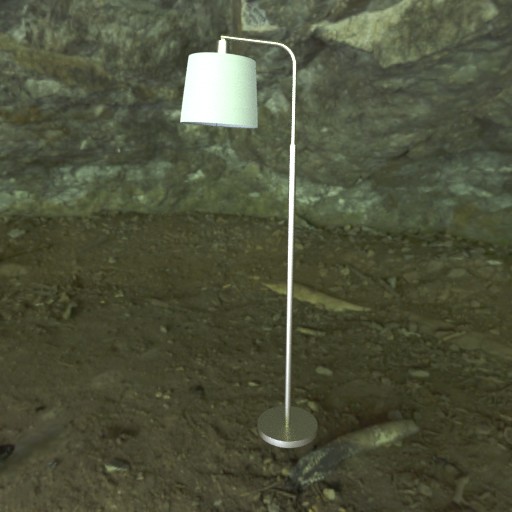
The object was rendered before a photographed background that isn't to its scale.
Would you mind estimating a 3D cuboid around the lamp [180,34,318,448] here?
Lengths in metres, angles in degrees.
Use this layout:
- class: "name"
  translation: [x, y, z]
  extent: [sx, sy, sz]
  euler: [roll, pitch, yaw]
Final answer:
- class: "lamp"
  translation: [0.000, 0.000, 1.624]
  extent: [0.508, 1.478, 0.254]
  euler: [-2, 14, -9]
